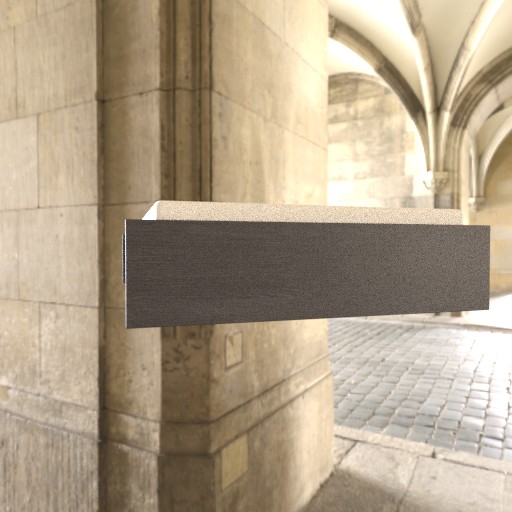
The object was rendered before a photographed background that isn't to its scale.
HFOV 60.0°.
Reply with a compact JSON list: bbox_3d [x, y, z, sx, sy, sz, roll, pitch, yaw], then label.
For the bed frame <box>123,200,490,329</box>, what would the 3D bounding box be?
[{"bbox_3d":[0.000,0.000,2.603,1.490,0.432,1.950,0,1,-17],"label":"bed frame"}]
